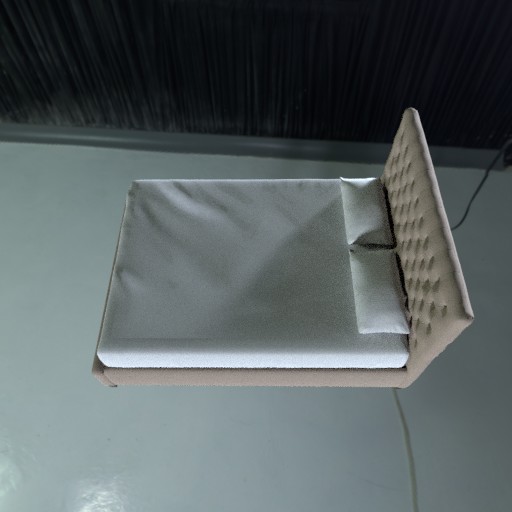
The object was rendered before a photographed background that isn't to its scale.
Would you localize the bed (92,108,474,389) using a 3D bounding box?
[{"bbox_3d":[0.000,0.000,3.393,2.387,1.427,1.698,0,58,0],"label":"bed"}]
